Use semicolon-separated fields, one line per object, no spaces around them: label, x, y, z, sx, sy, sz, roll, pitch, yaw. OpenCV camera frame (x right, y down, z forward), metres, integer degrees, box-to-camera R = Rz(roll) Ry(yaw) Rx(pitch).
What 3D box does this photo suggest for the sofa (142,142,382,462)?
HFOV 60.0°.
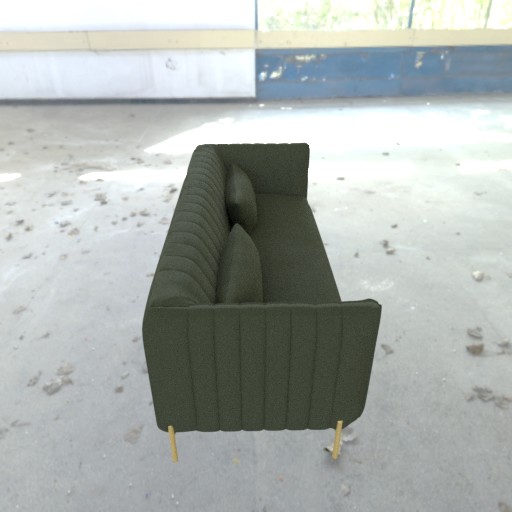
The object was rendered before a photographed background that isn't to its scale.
sofa;0.000;0.000;2.612;0.896;0.793;2.137;-1;30;-1
